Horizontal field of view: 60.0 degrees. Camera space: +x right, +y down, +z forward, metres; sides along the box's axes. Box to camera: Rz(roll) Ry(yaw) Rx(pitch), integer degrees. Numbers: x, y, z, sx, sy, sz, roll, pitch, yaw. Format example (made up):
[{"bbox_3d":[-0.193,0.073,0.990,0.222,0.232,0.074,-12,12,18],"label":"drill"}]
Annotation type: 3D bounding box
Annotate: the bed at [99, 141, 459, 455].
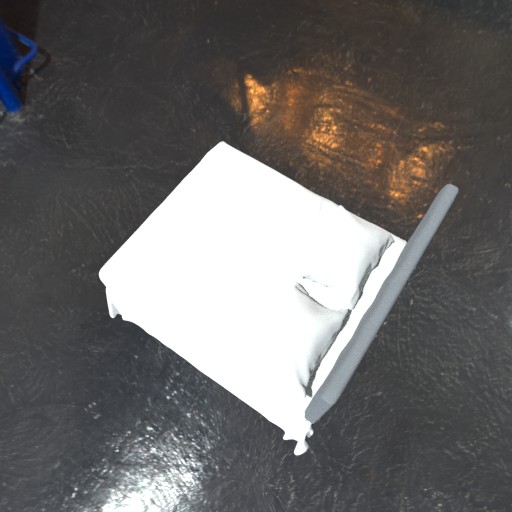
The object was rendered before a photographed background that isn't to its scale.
[{"bbox_3d":[0.000,0.000,3.483,2.222,1.577,1.936,31,67,15],"label":"bed"}]
